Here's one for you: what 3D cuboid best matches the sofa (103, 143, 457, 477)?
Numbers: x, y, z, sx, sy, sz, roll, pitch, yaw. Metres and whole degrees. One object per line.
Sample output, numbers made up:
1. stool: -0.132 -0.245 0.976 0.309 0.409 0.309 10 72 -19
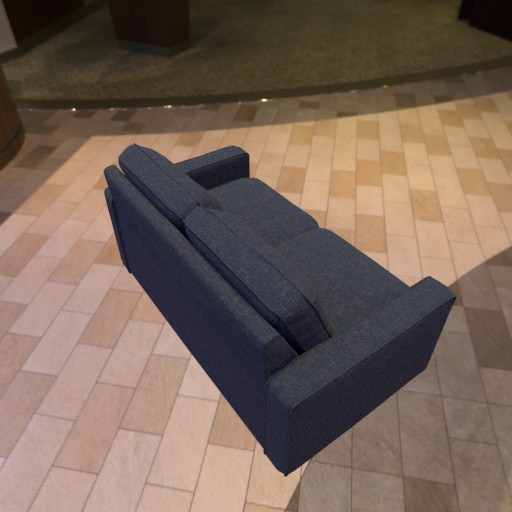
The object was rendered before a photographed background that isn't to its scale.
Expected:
1. sofa: 0.000 0.000 2.292 0.947 0.918 1.709 -25 47 -26
